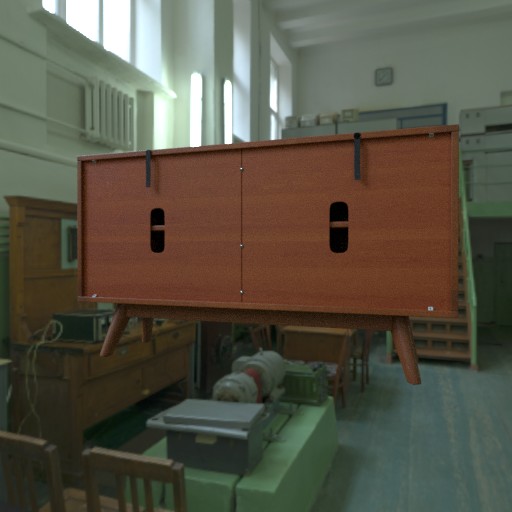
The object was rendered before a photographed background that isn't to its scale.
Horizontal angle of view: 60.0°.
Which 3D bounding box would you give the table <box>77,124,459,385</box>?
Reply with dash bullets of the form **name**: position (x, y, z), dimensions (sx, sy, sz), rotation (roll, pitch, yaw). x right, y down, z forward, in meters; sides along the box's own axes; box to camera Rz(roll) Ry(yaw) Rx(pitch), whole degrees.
- **table**: position (0.000, 0.000, 1.496), dimensions (1.220, 0.698, 0.308), rotation (0, 1, 19)
